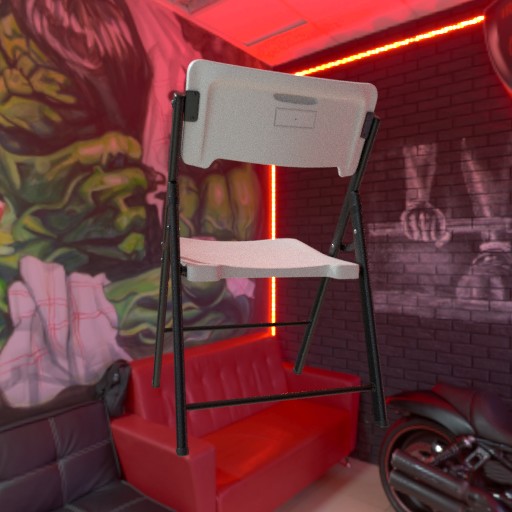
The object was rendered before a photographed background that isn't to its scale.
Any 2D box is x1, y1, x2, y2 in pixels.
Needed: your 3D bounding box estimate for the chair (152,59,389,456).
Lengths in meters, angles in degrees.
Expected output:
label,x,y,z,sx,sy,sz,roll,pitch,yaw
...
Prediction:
label,x,y,z,sx,sy,sz,roll,pitch,yaw
chair,0.000,0.000,1.139,0.482,0.765,0.577,0,0,-19
